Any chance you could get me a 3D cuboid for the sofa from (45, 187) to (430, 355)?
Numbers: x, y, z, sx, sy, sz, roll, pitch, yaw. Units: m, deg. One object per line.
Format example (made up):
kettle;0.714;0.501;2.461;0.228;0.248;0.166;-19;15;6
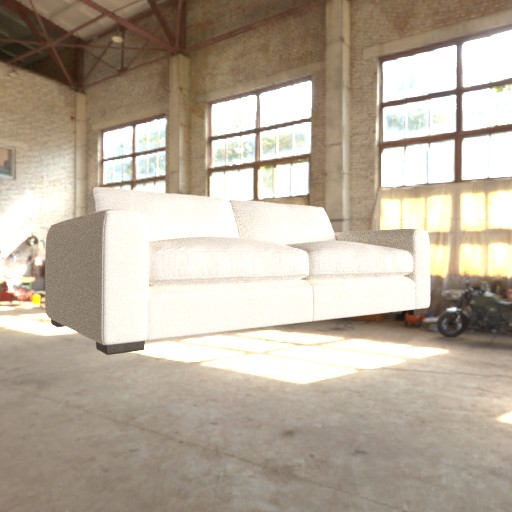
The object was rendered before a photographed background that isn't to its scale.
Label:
sofa;0.000;0.000;2.801;2.262;0.801;1.070;0;0;-36
